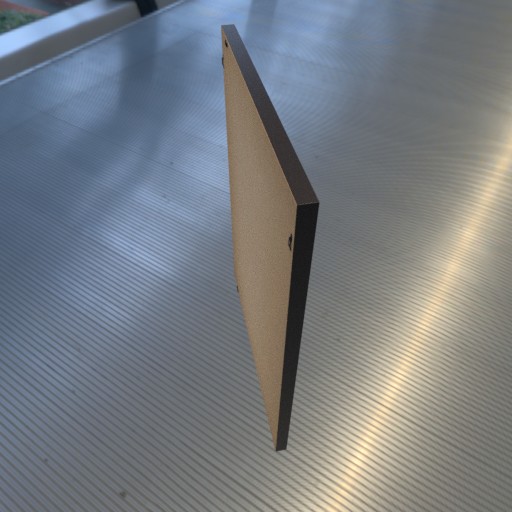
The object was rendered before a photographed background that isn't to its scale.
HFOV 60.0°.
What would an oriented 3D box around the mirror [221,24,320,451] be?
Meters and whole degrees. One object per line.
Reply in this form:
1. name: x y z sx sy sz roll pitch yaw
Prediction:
1. mirror: 0.000 0.000 1.300 0.041 1.016 0.762 -9 47 -8
